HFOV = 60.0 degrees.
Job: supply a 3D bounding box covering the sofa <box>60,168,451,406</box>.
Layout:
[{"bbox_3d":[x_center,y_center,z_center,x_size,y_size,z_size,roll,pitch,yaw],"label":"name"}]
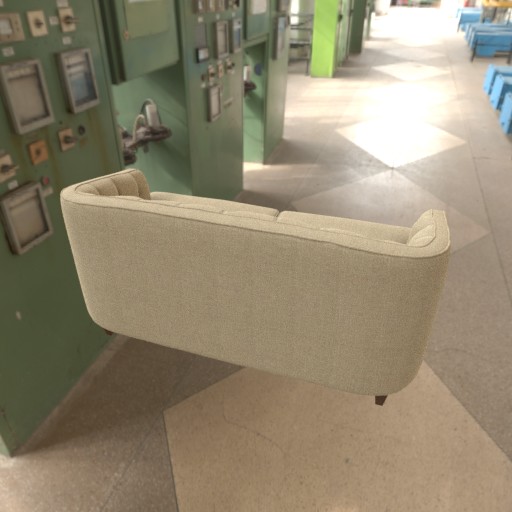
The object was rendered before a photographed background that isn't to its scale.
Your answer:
[{"bbox_3d":[0.000,0.000,2.251,1.733,0.855,0.941,10,34,16],"label":"sofa"}]
